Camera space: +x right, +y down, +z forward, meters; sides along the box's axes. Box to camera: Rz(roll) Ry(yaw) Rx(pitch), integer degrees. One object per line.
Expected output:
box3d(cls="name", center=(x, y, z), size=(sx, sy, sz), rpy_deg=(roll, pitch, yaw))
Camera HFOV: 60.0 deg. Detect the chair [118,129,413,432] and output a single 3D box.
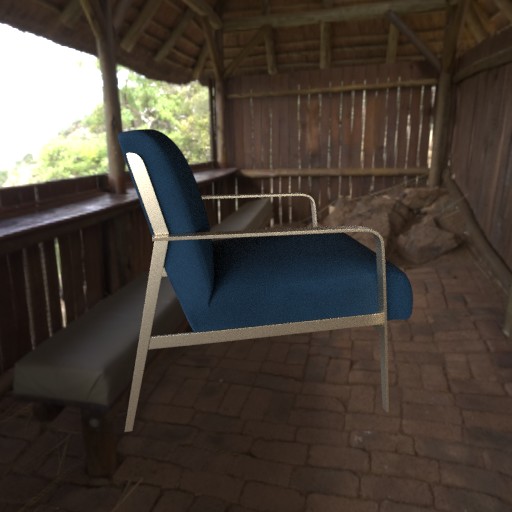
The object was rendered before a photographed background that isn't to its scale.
box3d(cls="chair", center=(0.000, 0.000, 1.511), size=(0.859, 0.831, 0.692), rpy_deg=(-3, 16, -9))
